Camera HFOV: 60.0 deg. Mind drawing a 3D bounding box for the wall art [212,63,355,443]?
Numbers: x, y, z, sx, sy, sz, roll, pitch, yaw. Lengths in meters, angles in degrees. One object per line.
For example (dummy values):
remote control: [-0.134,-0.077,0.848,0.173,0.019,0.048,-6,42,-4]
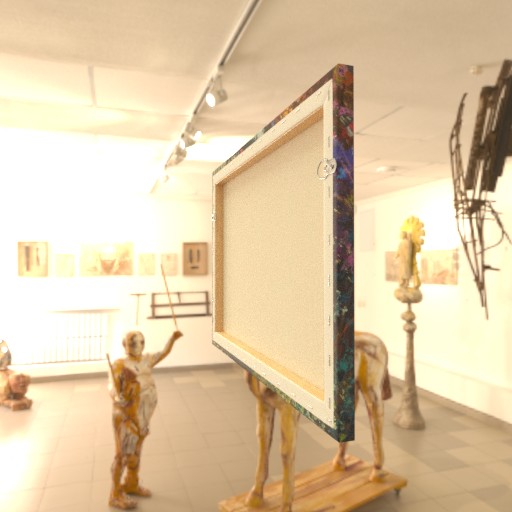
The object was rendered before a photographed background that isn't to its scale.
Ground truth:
wall art: [0.000,0.000,1.430,0.042,0.760,1.136,0,-1,-18]
